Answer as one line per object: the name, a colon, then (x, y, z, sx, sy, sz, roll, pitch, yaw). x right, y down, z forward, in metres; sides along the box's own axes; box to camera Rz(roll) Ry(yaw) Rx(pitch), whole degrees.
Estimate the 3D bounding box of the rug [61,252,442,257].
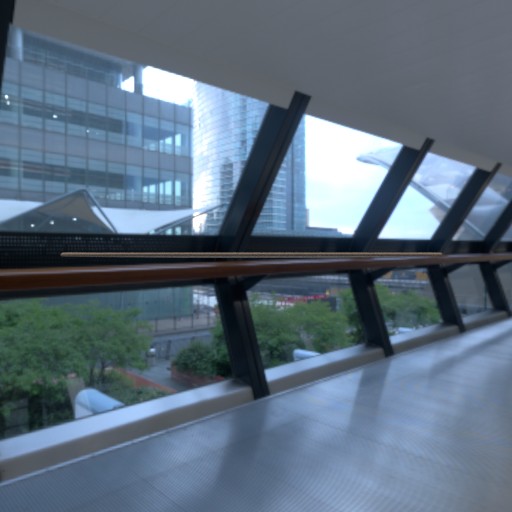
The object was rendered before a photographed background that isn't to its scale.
rug: (0.000, 0.000, 2.066, 1.066, 0.011, 1.677, 0, 0, 1)
